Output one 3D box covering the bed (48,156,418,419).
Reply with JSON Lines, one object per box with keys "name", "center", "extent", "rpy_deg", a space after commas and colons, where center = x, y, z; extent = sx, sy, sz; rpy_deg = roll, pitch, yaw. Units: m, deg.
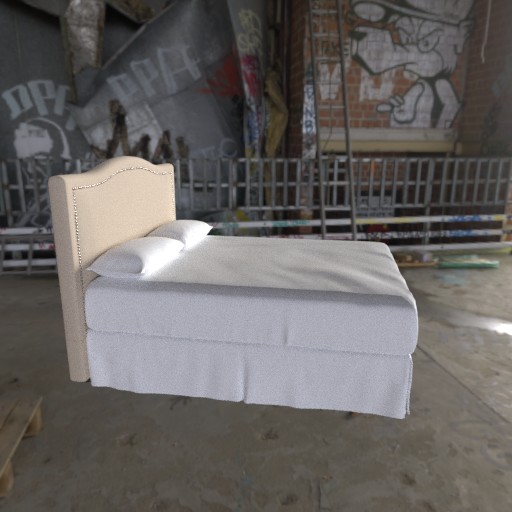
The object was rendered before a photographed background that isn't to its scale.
{"name": "bed", "center": [0.000, 0.000, 3.338], "extent": [2.143, 1.460, 1.753], "rpy_deg": [3, 14, 10]}
